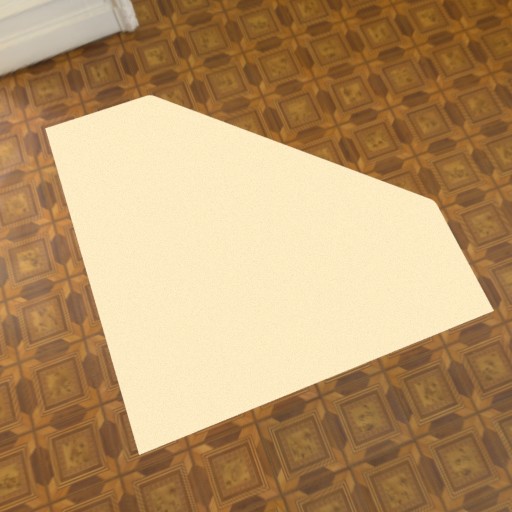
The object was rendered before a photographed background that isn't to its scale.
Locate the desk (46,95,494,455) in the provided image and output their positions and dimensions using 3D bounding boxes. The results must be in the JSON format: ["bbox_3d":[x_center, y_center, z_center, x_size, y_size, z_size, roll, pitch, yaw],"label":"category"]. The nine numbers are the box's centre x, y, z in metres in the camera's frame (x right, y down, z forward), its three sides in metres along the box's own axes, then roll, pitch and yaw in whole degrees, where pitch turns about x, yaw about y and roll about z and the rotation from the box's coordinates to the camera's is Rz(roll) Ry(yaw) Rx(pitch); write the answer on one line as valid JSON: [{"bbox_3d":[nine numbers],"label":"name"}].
[{"bbox_3d":[0.000,0.000,1.593,0.940,0.818,0.926,-20,75,-6],"label":"desk"}]
